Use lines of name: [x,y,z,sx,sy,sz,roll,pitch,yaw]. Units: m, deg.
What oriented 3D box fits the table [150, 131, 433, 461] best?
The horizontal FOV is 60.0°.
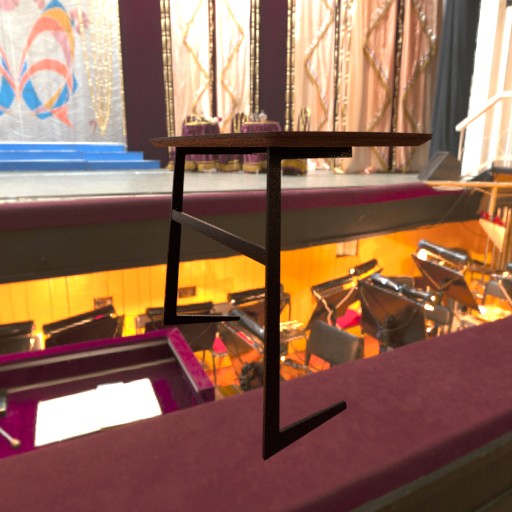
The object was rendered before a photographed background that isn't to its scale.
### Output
table: [0.000,0.000,1.110,0.361,0.576,0.804,-7,15,-26]
